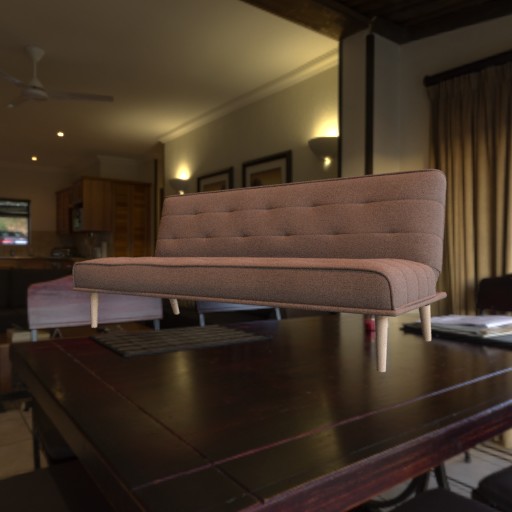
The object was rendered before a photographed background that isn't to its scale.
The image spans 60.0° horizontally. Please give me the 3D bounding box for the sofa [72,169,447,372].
[{"bbox_3d":[0.000,0.000,2.386,1.820,0.810,1.038,0,0,35],"label":"sofa"}]
